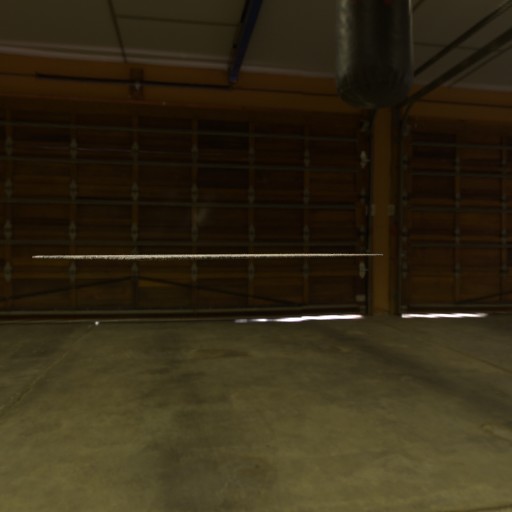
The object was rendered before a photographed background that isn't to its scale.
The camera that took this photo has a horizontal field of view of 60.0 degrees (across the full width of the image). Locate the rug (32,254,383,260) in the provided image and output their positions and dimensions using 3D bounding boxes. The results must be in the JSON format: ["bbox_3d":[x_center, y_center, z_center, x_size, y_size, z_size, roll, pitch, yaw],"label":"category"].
[{"bbox_3d":[0.000,0.000,2.616,0.719,0.013,2.305,0,1,36],"label":"rug"}]
